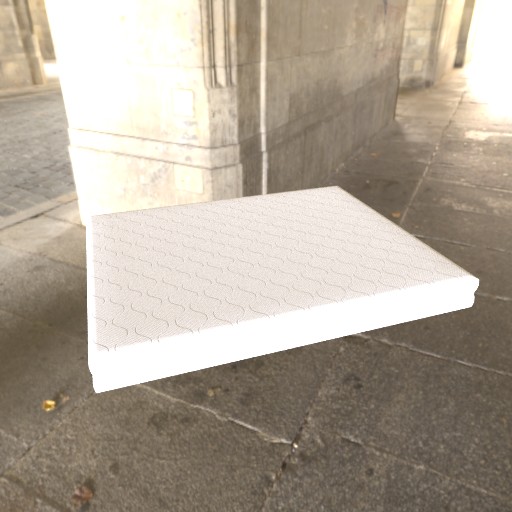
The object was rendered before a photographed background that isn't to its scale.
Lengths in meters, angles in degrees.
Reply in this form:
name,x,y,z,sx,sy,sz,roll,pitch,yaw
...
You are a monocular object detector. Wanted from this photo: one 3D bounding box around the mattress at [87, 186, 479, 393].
name,x,y,z,sx,sy,sz,roll,pitch,yaw
mattress,0.000,0.000,2.799,2.000,0.200,1.600,-9,30,-17
